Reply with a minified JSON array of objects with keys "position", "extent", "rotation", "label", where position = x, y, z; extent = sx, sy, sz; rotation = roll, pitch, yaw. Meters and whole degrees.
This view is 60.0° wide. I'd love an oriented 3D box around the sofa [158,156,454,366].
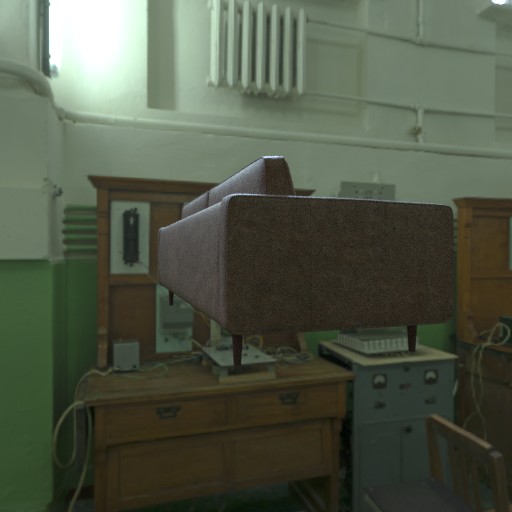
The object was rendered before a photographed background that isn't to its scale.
[{"position":[0.000,0.000,2.576],"extent":[0.914,0.762,2.210],"rotation":[0,1,-18],"label":"sofa"}]
